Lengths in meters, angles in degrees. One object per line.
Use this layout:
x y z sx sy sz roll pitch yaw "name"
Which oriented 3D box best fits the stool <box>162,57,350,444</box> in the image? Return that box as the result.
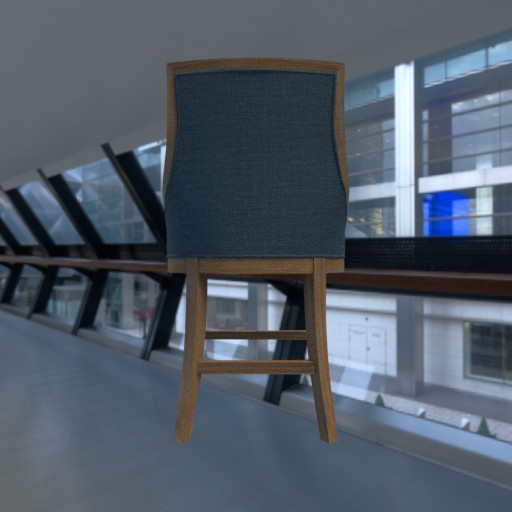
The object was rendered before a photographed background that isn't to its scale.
0.000 0.000 1.352 0.524 0.938 0.626 0 -1 0 "stool"
